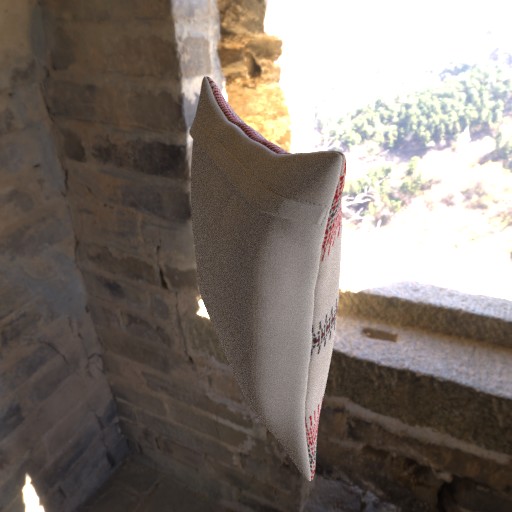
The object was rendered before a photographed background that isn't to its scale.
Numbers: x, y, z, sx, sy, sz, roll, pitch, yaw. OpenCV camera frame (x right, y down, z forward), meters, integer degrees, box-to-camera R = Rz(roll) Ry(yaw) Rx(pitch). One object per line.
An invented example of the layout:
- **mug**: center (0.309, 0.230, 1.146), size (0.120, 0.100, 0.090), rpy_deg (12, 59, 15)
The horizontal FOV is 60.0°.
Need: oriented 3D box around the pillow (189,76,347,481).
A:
- **pillow**: center (0.000, 0.000, 0.677), size (0.160, 0.454, 0.463), rpy_deg (-10, 32, -17)
